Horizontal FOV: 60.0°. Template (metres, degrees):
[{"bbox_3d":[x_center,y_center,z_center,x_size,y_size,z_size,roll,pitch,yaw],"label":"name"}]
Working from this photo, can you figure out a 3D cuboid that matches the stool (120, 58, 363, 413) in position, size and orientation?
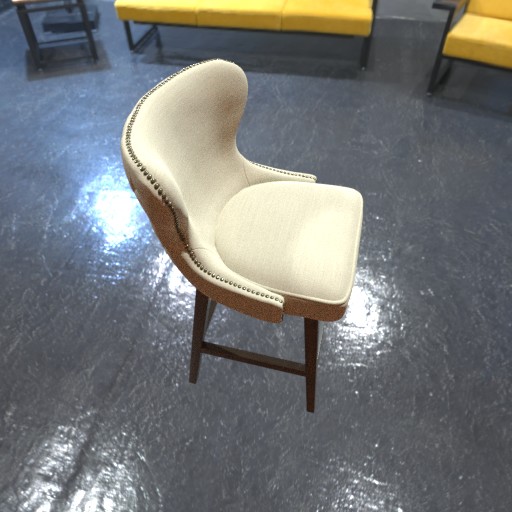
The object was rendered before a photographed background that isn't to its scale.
[{"bbox_3d":[0.000,0.000,1.373,0.597,0.972,0.615,10,47,10],"label":"stool"}]
